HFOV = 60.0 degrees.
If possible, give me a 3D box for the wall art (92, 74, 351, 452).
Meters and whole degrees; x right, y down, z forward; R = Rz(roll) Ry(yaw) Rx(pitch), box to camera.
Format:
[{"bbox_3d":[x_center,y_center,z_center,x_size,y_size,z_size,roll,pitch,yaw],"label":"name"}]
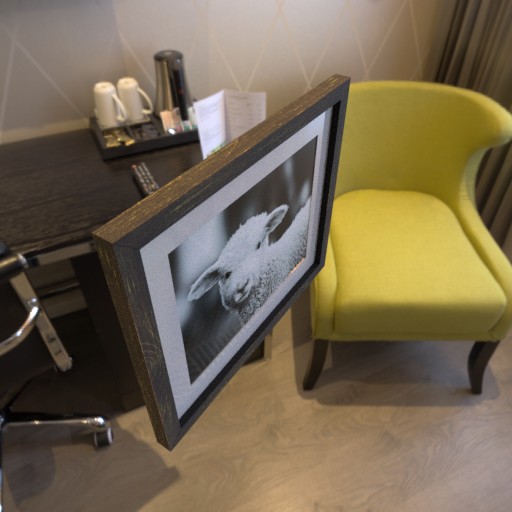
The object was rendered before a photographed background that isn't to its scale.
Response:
[{"bbox_3d":[0.000,0.000,0.775,0.032,0.457,0.558,24,47,25],"label":"wall art"}]
